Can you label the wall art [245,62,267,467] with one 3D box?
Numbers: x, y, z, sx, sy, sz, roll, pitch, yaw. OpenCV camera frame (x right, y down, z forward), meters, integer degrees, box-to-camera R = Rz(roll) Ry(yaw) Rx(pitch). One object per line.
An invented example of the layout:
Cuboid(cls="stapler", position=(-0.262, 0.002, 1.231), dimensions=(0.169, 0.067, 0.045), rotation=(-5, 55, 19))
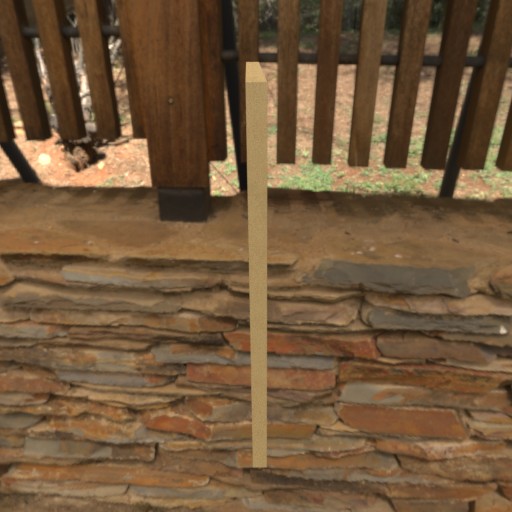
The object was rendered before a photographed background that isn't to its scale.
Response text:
Cuboid(cls="wall art", position=(0.000, 0.000, 1.041), dimensions=(0.039, 0.810, 0.510), rotation=(0, 27, -1))
